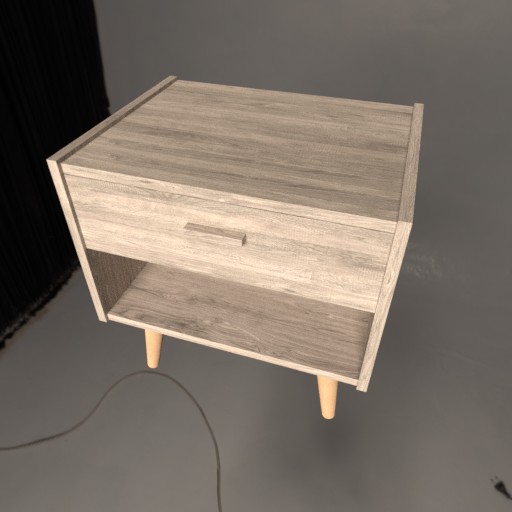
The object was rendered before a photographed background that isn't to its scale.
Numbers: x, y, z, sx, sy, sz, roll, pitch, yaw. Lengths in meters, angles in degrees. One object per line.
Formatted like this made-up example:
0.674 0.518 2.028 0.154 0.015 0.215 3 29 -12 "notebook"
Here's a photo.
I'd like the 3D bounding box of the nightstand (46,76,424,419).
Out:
0.000 0.000 0.836 0.480 0.500 0.380 12 41 14 "nightstand"
